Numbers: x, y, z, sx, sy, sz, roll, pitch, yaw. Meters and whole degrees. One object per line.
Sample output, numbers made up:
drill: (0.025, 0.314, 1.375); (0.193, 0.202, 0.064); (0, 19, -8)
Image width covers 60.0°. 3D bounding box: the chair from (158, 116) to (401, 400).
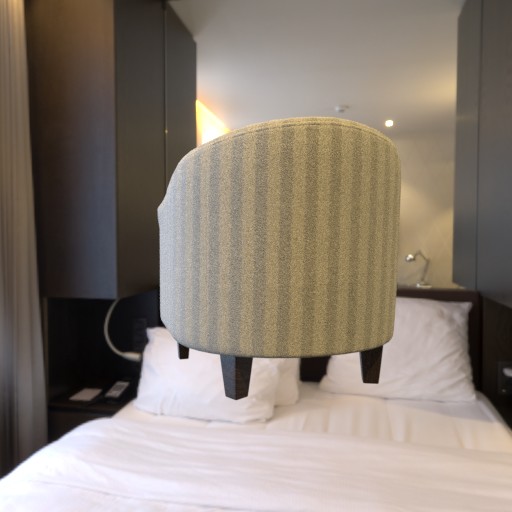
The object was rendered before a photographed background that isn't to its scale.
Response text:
chair: (0.000, 0.000, 1.752); (0.756, 0.757, 1.288); (-1, 2, -18)
